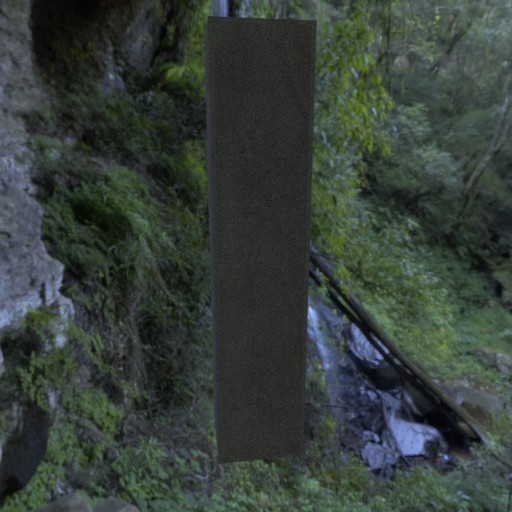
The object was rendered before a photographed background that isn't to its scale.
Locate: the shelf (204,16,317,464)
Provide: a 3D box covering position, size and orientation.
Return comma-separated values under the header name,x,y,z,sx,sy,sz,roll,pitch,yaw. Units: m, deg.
name,x,y,z,sx,sy,sz,roll,pitch,yaw
shelf,0.000,0.000,1.505,0.300,1.400,0.270,-2,15,-8
